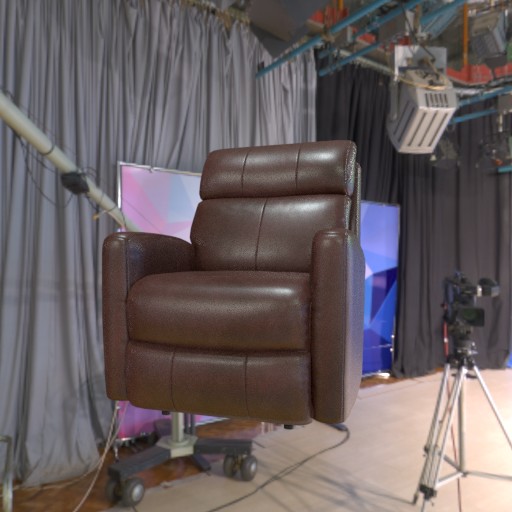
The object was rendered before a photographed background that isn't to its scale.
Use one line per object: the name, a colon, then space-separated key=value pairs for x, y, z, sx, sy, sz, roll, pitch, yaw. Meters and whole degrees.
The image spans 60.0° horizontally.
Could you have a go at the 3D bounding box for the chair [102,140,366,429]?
chair: x=0.000 y=0.000 z=1.678 sx=0.787 sy=1.016 sz=0.939 roll=0 pitch=0 yaw=17
